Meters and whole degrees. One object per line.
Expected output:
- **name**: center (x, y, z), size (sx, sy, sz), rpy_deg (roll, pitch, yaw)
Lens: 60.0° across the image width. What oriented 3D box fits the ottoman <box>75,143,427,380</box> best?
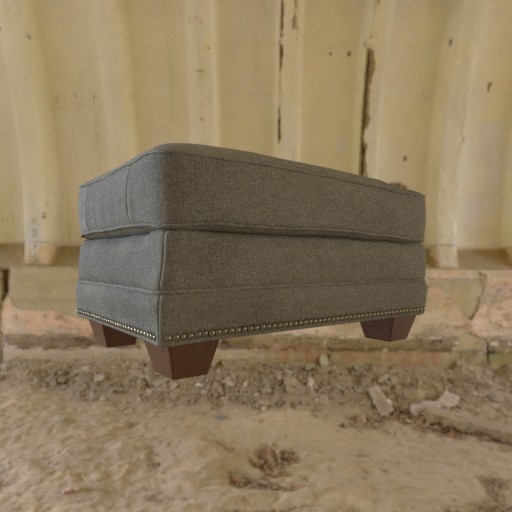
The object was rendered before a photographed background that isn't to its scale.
- **ottoman**: center (0.000, 0.000, 1.192), size (0.813, 0.457, 0.561), rpy_deg (0, -1, -37)
